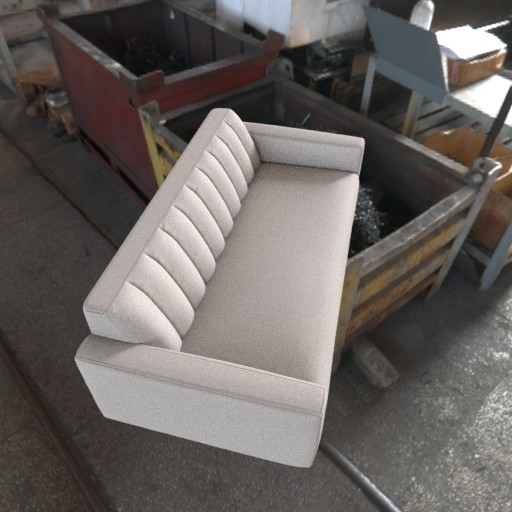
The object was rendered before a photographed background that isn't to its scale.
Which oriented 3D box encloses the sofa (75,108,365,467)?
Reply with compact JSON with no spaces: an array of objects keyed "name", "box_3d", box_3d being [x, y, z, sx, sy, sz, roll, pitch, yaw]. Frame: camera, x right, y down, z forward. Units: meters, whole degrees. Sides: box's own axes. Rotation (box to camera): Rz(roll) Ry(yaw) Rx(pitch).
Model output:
[{"name":"sofa","box_3d":[0.000,0.000,2.383,0.969,0.814,1.895,10,47,10]}]
